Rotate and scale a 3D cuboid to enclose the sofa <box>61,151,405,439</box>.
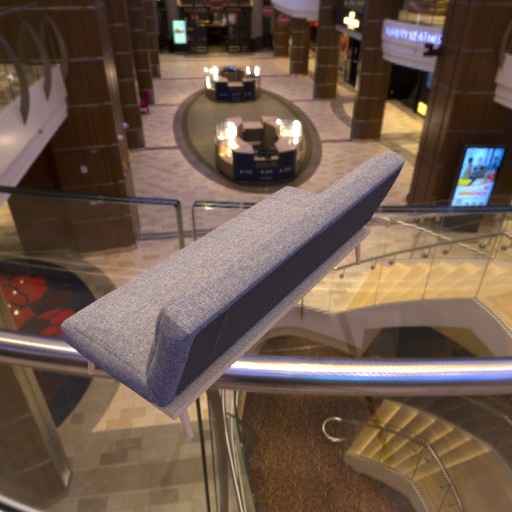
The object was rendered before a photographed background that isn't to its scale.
[{"bbox_3d":[0.000,0.000,2.311,0.820,0.770,1.820,22,39,30],"label":"sofa"}]
